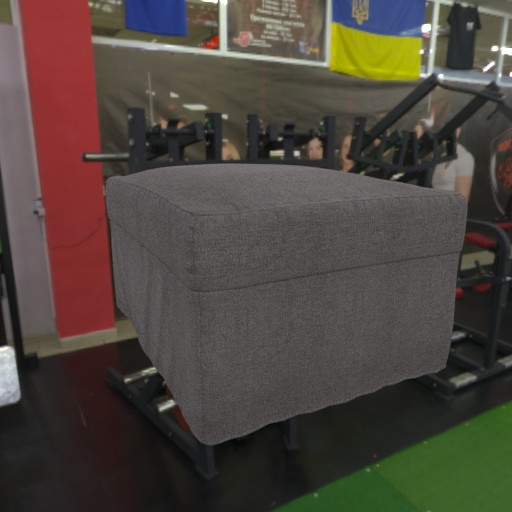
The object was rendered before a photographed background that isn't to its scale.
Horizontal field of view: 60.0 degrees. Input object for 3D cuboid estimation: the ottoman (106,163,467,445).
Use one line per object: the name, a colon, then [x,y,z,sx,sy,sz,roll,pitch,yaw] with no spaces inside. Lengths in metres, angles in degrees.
ottoman: [0.000,0.000,1.227,0.652,0.492,0.833,-7,16,-26]
